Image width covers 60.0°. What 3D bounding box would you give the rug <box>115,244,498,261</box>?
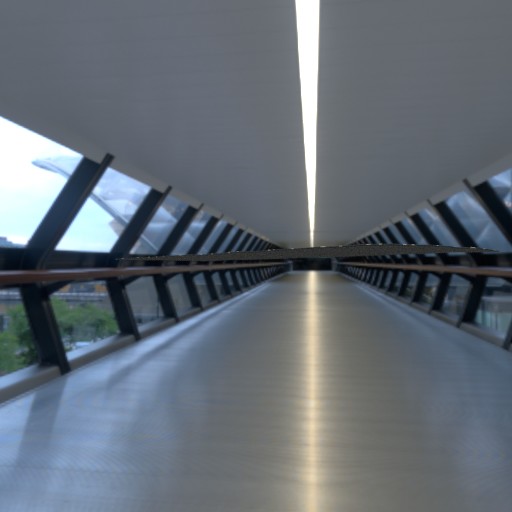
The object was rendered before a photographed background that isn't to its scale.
[{"bbox_3d":[0.000,0.000,2.656,0.807,0.010,2.476,2,-2,-38],"label":"rug"}]
